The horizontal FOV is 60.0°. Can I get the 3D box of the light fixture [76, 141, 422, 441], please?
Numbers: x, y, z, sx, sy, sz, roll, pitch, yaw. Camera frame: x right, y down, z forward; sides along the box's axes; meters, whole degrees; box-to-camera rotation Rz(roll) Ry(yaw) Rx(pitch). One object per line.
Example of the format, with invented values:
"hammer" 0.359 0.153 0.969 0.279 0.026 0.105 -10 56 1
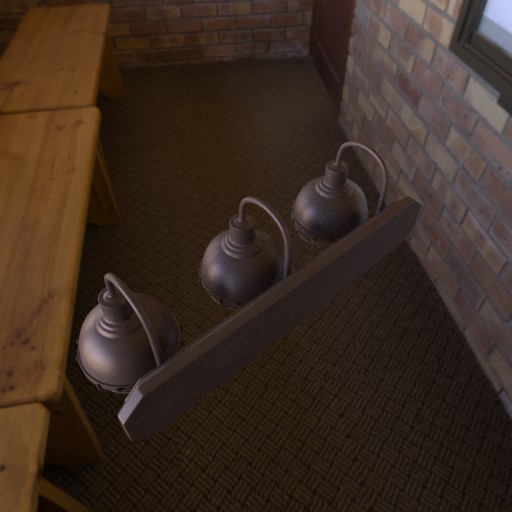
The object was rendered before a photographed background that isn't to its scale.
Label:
"light fixture" 0.000 0.000 0.752 0.634 0.254 0.229 -33 54 -27
